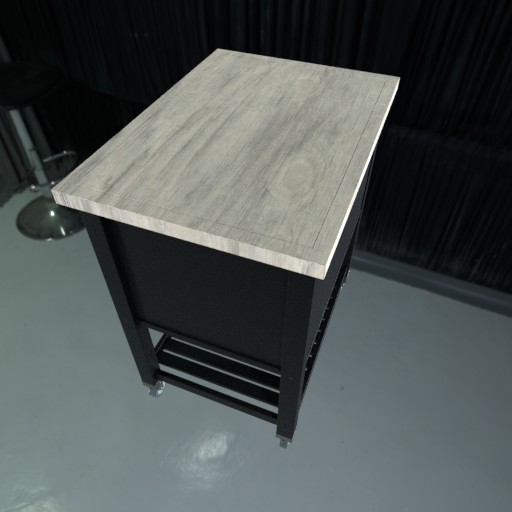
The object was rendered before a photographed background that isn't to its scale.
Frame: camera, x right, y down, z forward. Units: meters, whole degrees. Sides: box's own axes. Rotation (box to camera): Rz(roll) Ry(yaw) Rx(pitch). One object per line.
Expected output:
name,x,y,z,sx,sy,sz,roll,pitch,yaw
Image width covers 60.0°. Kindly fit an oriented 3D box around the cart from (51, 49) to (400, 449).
cart,0.000,0.000,1.401,0.567,0.920,0.797,16,48,15
